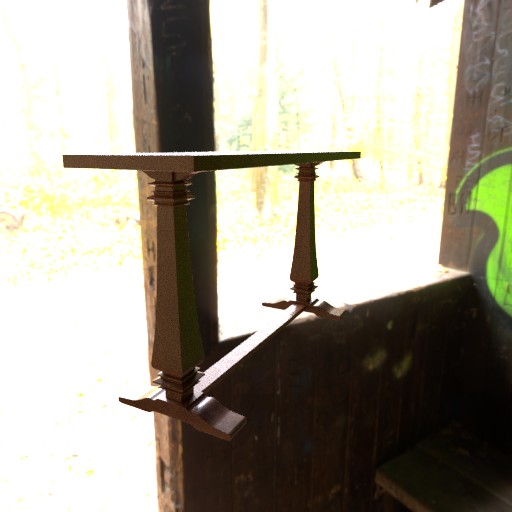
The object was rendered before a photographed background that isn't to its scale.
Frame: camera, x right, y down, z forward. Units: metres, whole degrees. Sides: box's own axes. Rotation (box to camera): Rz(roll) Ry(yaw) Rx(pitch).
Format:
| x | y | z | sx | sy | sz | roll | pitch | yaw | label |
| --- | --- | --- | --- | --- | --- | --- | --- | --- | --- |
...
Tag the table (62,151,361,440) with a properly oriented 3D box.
| x | y | z | sx | sy | sz | roll | pitch | yaw | label |
| --- | --- | --- | --- | --- | --- | --- | --- | --- | --- |
| 0.000 | 0.000 | 1.868 | 0.461 | 0.852 | 1.478 | 7 | 15 | 27 | table |
